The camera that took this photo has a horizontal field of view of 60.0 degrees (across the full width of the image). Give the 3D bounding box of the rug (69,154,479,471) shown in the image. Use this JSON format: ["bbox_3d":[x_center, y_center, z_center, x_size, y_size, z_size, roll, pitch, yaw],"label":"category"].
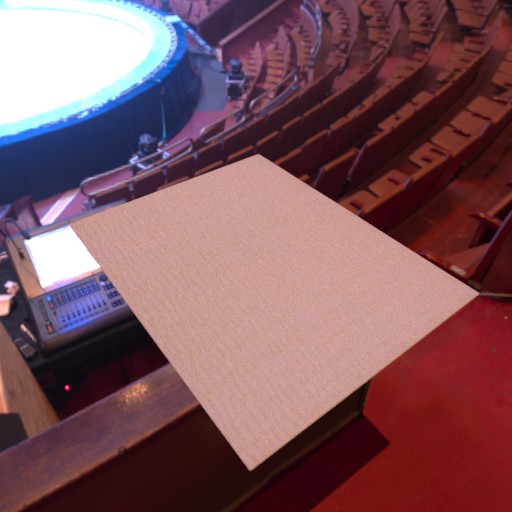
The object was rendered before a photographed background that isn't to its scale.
[{"bbox_3d":[0.000,0.000,4.094,2.410,0.021,3.055,-27,48,-27],"label":"rug"}]
